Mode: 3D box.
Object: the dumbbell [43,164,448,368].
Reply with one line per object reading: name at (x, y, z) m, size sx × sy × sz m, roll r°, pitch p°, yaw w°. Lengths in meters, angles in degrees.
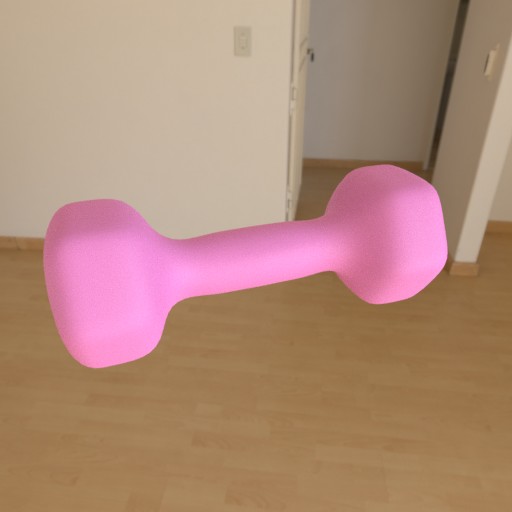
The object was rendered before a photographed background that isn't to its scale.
dumbbell at (0.000, 0.000, 0.185) m, size 0.159 × 0.058 × 0.064 m, roll -10°, pitch 31°, yaw -16°
